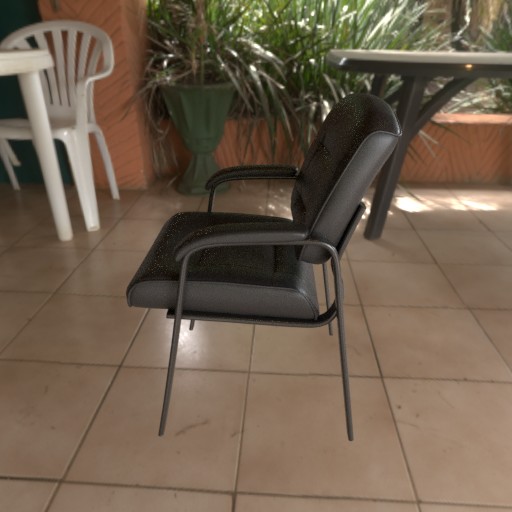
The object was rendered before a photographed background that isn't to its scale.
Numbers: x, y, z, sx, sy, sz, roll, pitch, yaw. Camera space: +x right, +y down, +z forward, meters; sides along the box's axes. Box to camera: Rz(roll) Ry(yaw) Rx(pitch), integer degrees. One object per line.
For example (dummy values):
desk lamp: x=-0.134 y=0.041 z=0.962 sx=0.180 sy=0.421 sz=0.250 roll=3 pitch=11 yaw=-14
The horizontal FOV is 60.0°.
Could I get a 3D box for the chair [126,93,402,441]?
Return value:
chair: x=0.000 y=0.000 z=1.322 sx=0.668 sy=0.910 sz=0.591 roll=1 pitch=27 yaw=2
